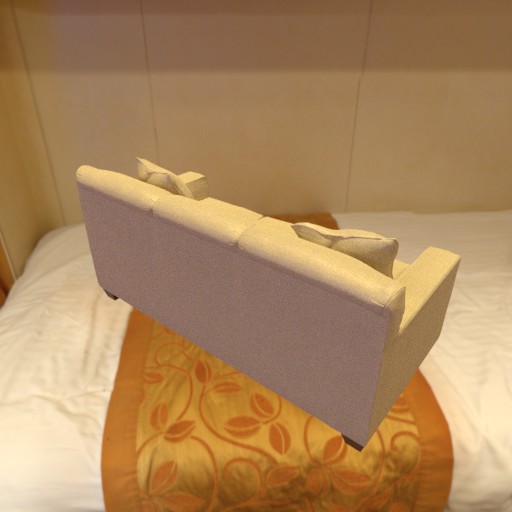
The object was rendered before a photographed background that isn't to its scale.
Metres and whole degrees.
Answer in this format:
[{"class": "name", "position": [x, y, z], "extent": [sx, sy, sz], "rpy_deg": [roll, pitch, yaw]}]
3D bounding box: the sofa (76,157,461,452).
[{"class": "sofa", "position": [0.000, 0.000, 2.612], "extent": [2.024, 0.958, 0.997], "rpy_deg": [22, 37, 33]}]
